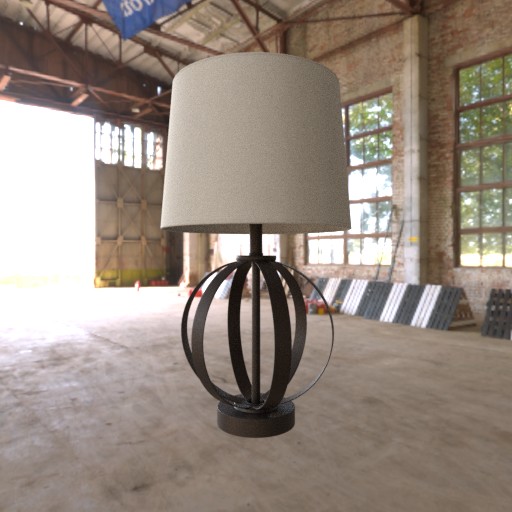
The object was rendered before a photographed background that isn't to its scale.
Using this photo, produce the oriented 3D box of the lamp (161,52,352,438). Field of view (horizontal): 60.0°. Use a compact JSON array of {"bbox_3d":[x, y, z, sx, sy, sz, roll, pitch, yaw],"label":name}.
[{"bbox_3d":[0.000,0.000,0.680,0.286,0.510,0.286,0,0,0],"label":"lamp"}]
